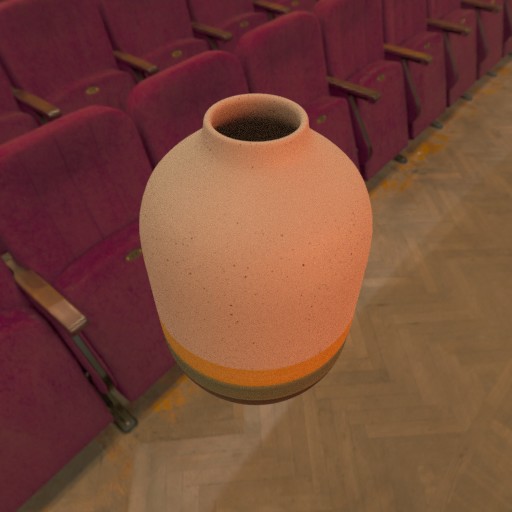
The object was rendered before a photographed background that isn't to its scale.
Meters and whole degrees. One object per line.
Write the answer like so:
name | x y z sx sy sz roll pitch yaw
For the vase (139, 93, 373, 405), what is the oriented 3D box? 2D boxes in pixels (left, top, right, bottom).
vase | 0.000 0.000 0.353 0.169 0.240 0.169 0 45 0
